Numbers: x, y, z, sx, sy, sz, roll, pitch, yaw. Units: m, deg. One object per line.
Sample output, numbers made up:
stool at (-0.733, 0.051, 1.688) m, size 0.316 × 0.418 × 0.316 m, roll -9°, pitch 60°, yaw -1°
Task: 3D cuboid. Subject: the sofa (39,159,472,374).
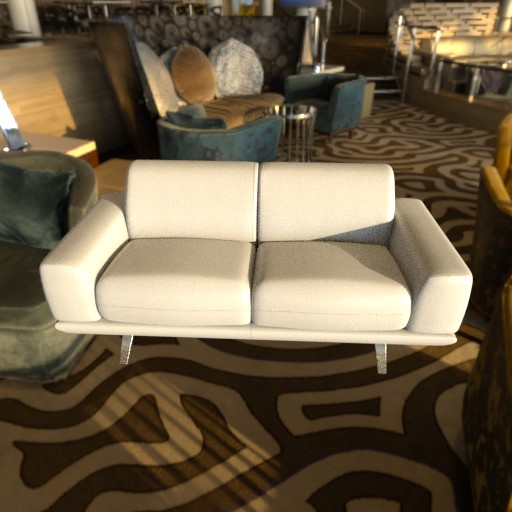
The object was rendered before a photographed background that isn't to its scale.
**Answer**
sofa at (0.000, 0.000, 2.340) m, size 1.901 × 0.772 × 0.900 m, roll 1°, pitch 30°, yaw 3°
